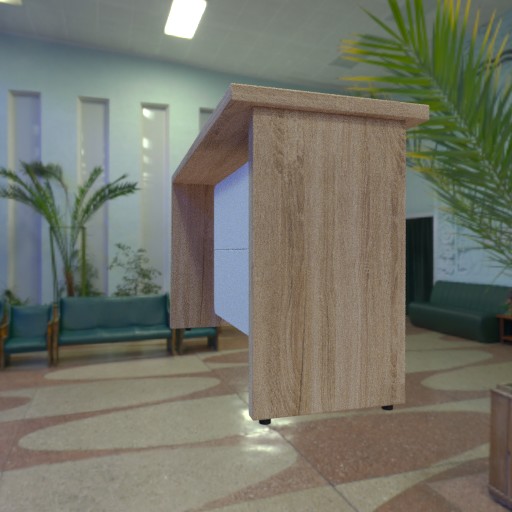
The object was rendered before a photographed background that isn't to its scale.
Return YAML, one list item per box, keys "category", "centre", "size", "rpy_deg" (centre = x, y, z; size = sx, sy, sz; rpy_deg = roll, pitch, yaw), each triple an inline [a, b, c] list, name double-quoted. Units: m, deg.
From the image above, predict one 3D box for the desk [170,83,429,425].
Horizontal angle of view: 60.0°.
- category: "desk"
  centre: [0.000, 0.000, 1.640]
  size: [0.500, 0.750, 1.300]
  rpy_deg: [0, 1, -17]
